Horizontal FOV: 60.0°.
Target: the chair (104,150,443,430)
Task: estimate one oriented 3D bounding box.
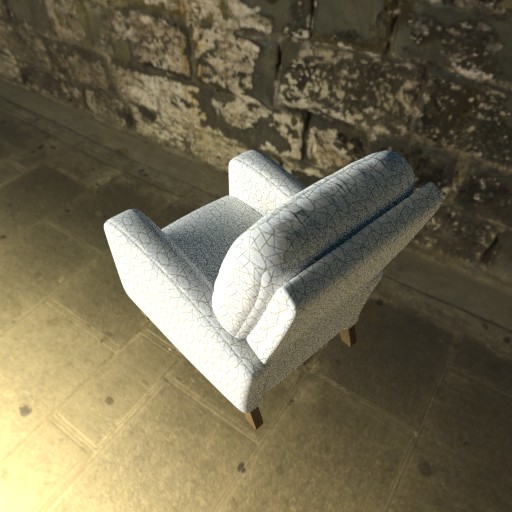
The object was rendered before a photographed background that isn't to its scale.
[{"bbox_3d":[0.000,0.000,1.750,0.796,1.064,0.995,-33,55,-27],"label":"chair"}]
